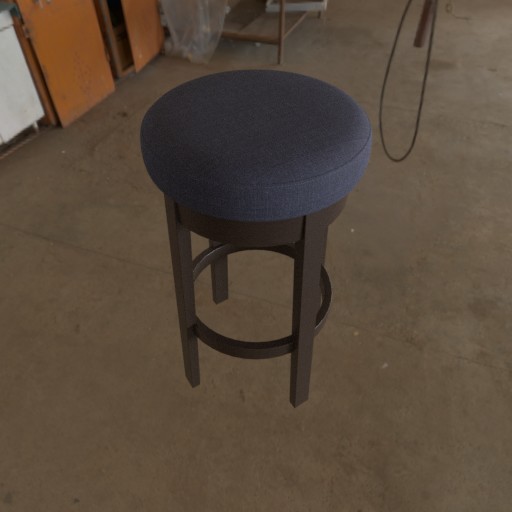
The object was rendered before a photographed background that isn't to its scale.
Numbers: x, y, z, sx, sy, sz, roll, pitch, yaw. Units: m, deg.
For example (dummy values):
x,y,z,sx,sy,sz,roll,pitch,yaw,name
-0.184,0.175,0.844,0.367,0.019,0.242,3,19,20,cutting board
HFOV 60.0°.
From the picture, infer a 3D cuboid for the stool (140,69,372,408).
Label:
x,y,z,sx,sy,sz,roll,pitch,yaw,name
0.000,0.000,1.061,0.446,0.758,0.446,0,44,0,stool
